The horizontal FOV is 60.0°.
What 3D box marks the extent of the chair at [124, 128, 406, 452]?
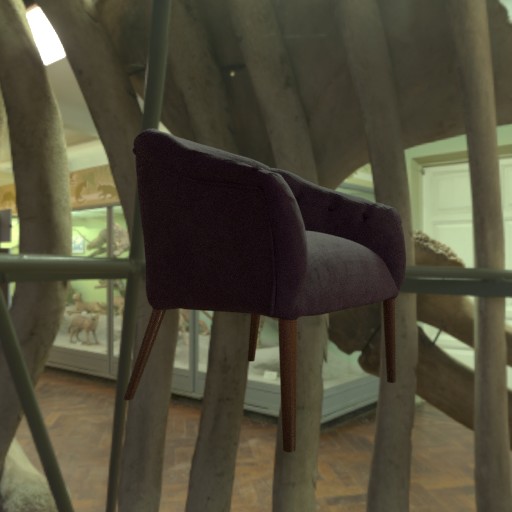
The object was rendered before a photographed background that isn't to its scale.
[{"bbox_3d":[0.000,0.000,1.484,0.776,0.885,0.851,0,-1,36],"label":"chair"}]
